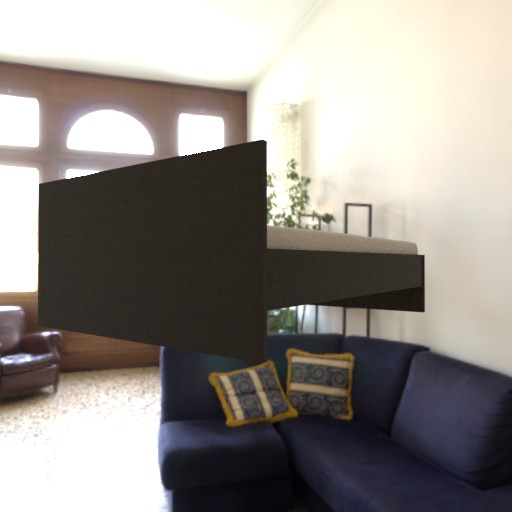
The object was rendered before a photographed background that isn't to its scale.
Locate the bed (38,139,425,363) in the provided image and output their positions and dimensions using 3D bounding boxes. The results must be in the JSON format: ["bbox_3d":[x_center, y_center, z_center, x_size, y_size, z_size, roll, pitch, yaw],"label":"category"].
[{"bbox_3d":[0.000,0.000,2.917,1.585,0.823,2.073,-1,-1,36],"label":"bed"}]
